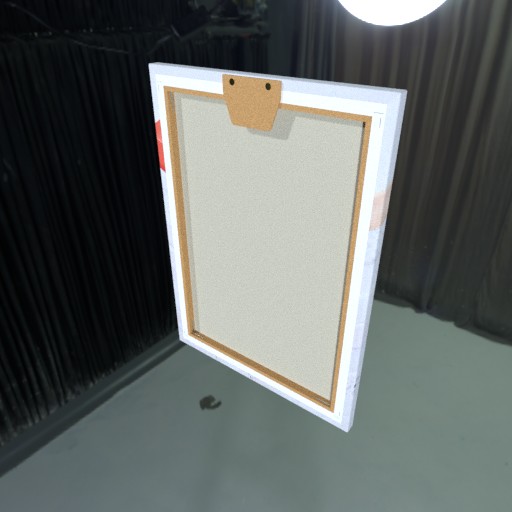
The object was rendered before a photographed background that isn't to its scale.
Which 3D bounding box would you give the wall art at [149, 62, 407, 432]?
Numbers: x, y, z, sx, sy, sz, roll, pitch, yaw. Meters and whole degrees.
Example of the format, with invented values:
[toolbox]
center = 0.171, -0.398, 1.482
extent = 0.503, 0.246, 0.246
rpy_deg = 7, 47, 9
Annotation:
[wall art]
center = 0.000, 0.000, 1.109
extent = 0.613, 0.848, 0.036
rpy_deg = 20, 36, 31
